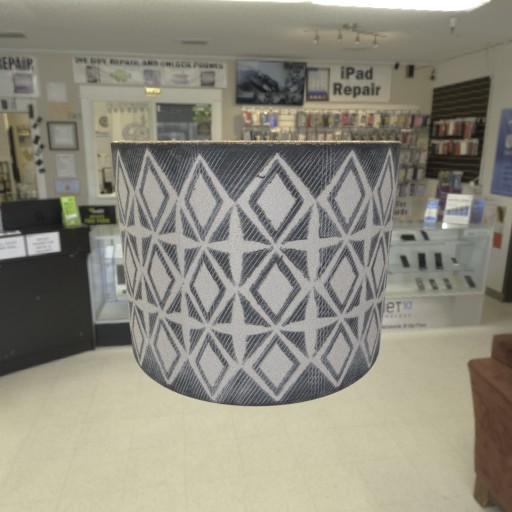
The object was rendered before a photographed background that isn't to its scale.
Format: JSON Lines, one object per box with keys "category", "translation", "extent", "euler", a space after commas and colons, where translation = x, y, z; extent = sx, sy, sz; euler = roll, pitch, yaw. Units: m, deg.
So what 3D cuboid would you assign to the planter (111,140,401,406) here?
{"category": "planter", "translation": [0.000, 0.000, 0.328], "extent": [0.192, 0.165, 0.192], "euler": [0, 14, 0]}
